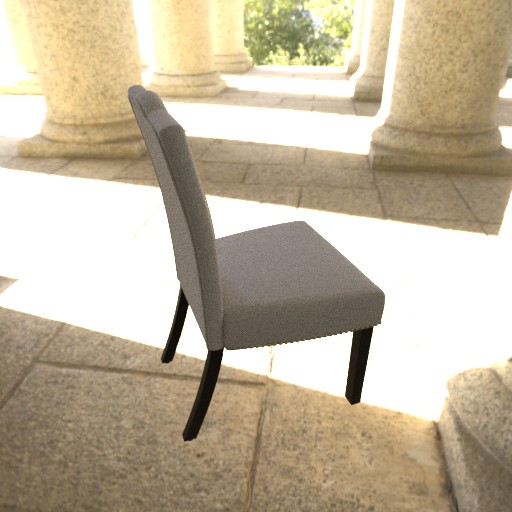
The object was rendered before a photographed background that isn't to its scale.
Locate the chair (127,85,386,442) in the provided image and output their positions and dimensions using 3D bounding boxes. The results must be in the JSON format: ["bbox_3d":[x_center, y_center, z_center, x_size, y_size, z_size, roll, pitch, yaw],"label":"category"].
[{"bbox_3d":[0.000,0.000,1.299,0.589,0.946,0.518,-11,31,-18],"label":"chair"}]
